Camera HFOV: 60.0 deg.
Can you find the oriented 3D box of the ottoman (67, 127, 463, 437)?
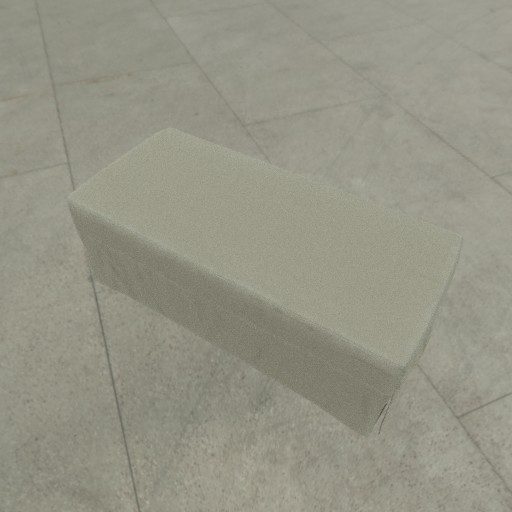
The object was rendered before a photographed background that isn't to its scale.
[{"bbox_3d":[0.000,0.000,1.753,1.388,0.457,0.665,25,52,21],"label":"ottoman"}]
